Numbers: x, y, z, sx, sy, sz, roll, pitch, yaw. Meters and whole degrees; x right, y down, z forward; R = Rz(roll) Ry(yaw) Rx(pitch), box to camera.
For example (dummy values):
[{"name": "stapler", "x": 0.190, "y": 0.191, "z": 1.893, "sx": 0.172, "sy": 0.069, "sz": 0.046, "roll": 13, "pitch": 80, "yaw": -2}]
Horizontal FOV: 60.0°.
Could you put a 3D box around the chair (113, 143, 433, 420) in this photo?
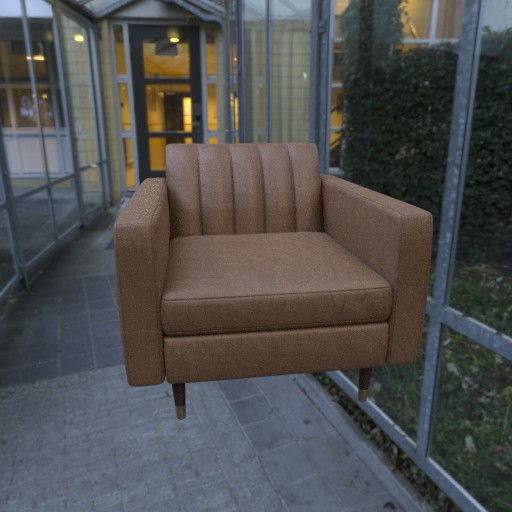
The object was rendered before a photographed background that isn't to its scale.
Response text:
[{"name": "chair", "x": 0.000, "y": 0.000, "z": 1.735, "sx": 0.953, "sy": 0.819, "sz": 0.998, "roll": -3, "pitch": 17, "yaw": -8}]
